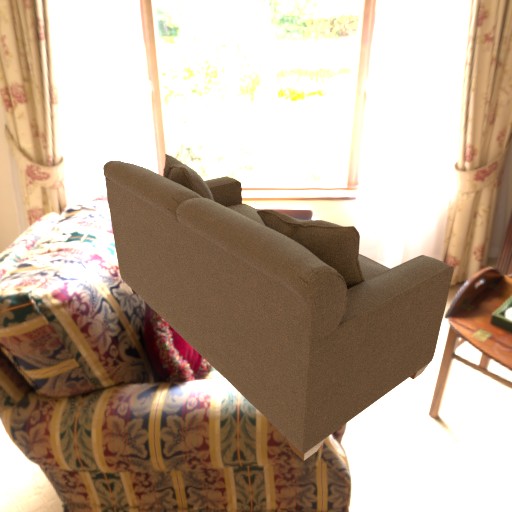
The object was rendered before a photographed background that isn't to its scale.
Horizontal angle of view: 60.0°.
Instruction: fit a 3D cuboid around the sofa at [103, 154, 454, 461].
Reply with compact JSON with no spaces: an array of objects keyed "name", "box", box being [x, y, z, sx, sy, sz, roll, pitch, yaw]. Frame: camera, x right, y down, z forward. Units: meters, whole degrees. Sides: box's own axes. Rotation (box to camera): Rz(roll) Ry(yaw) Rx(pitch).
[{"name":"sofa","box":[0.000,0.000,2.522,1.000,0.958,1.846,-20,33,-34]}]
